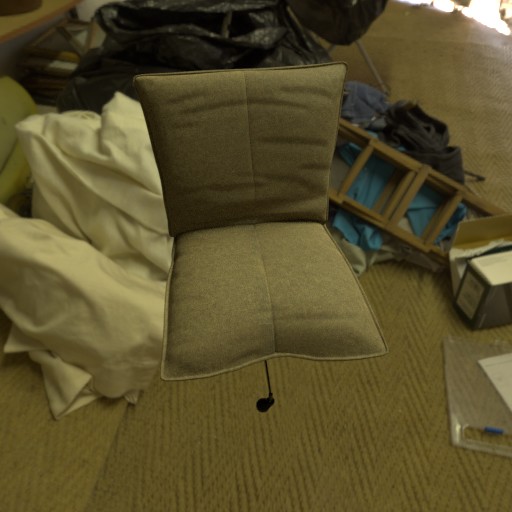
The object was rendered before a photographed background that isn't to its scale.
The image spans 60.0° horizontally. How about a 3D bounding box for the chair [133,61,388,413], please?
[{"bbox_3d":[0.000,0.000,1.274,0.597,0.811,0.696,-5,46,-5],"label":"chair"}]
